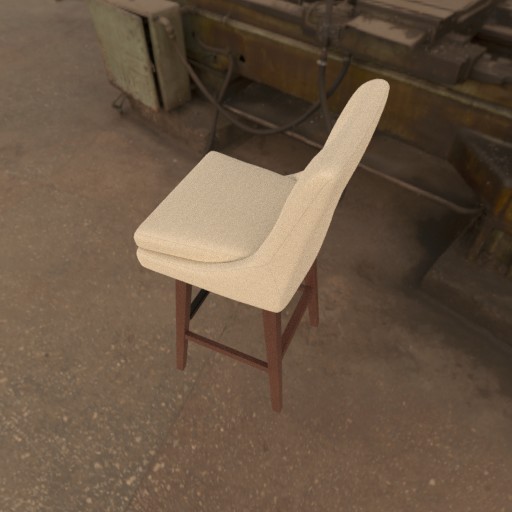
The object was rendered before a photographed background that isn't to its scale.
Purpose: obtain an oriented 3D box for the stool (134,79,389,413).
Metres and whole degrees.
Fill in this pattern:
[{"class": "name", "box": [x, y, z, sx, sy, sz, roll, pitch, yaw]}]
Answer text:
[{"class": "stool", "box": [0.000, 0.000, 1.417, 0.559, 1.093, 0.483, 18, 49, 17]}]
